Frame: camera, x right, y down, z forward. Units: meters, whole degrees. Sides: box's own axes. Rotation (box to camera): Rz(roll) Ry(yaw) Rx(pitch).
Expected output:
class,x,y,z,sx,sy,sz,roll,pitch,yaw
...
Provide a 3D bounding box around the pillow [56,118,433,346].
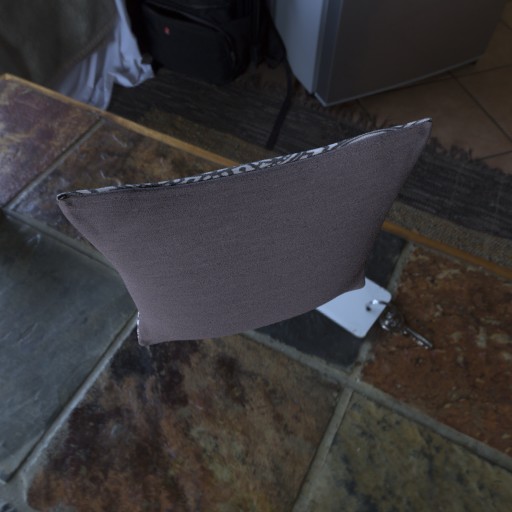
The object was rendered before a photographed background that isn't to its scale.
class,x,y,z,sx,sy,sz,roll,pitch,yaw
pillow,0.000,0.000,0.658,0.436,0.417,0.148,-14,59,-8
